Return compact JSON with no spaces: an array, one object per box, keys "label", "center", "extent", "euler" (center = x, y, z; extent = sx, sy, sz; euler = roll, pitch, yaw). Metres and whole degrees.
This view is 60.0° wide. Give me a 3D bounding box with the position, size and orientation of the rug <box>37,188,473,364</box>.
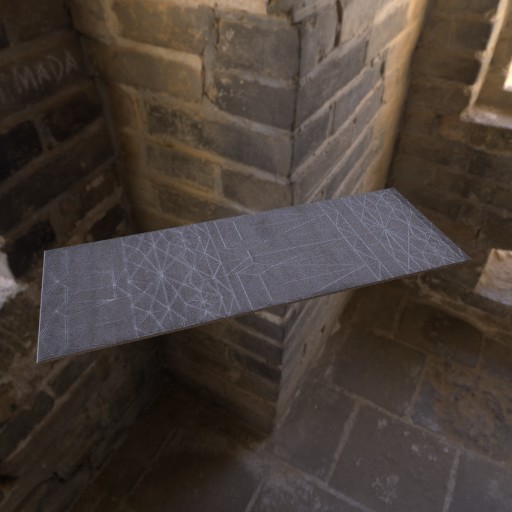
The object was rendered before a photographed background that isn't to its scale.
[{"label":"rug","center":[0.000,0.000,2.629],"extent":[2.388,0.012,0.864],"euler":[-12,41,-14]}]
